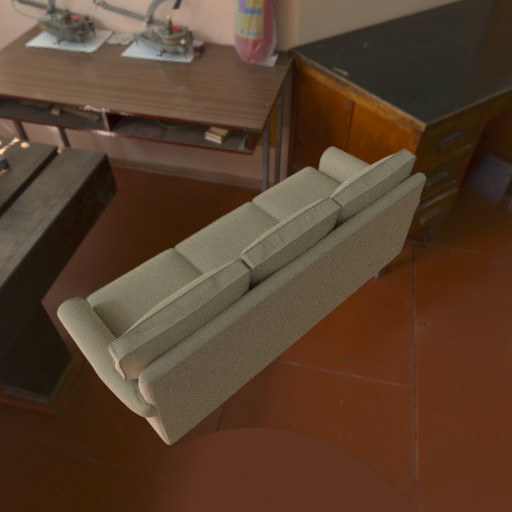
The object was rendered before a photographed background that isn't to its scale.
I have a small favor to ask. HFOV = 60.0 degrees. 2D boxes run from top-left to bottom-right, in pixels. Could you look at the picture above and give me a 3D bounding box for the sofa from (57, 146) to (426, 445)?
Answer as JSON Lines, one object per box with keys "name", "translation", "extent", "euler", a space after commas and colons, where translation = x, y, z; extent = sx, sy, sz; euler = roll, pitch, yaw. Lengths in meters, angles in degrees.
{"name": "sofa", "translation": [0.000, 0.000, 2.864], "extent": [2.354, 0.948, 0.966], "euler": [-34, 56, -27]}
